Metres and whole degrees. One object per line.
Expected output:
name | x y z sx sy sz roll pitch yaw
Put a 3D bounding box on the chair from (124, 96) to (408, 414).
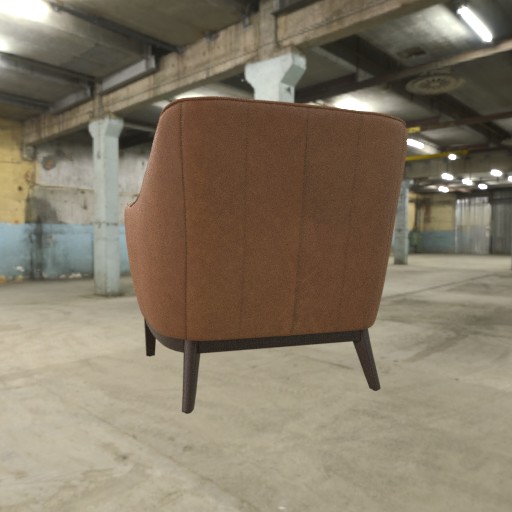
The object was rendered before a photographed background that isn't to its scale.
chair | 0.000 0.000 1.569 0.871 0.830 0.852 -1 2 -18
